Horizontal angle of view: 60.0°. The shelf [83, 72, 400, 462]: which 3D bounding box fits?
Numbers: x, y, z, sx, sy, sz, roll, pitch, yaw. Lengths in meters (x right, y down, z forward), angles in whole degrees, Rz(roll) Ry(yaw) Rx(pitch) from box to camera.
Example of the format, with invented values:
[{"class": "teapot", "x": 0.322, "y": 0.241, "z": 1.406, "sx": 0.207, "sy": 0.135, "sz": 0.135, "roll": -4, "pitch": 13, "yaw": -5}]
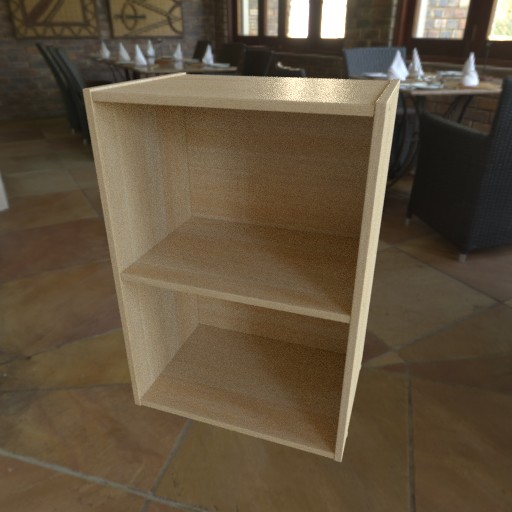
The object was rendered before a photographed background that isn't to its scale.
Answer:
[{"class": "shelf", "x": 0.000, "y": 0.000, "z": 0.812, "sx": 0.414, "sy": 0.592, "sz": 0.290, "roll": 9, "pitch": 28, "yaw": 17}]
